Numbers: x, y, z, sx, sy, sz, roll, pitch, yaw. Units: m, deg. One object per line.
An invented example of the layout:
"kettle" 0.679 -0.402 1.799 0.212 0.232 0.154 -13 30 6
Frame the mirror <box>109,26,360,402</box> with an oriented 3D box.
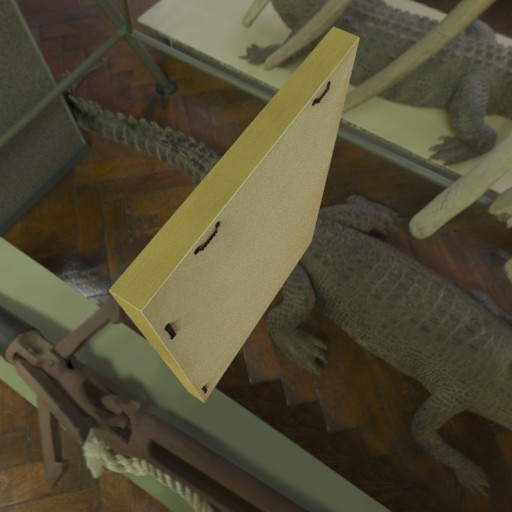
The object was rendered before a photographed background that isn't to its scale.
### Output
"mirror" 0.000 0.000 0.678 0.041 0.508 0.405 30 67 14
